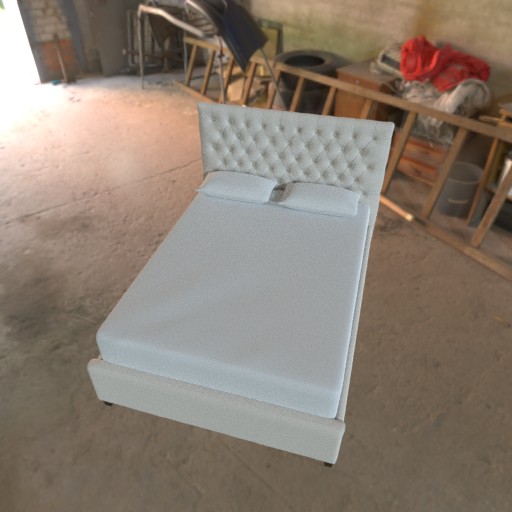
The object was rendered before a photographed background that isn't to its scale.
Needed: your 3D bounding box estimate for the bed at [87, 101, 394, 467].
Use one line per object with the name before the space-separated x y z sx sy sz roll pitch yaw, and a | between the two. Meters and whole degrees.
bed | 0.000 0.000 3.361 1.696 1.426 2.233 10 41 12
